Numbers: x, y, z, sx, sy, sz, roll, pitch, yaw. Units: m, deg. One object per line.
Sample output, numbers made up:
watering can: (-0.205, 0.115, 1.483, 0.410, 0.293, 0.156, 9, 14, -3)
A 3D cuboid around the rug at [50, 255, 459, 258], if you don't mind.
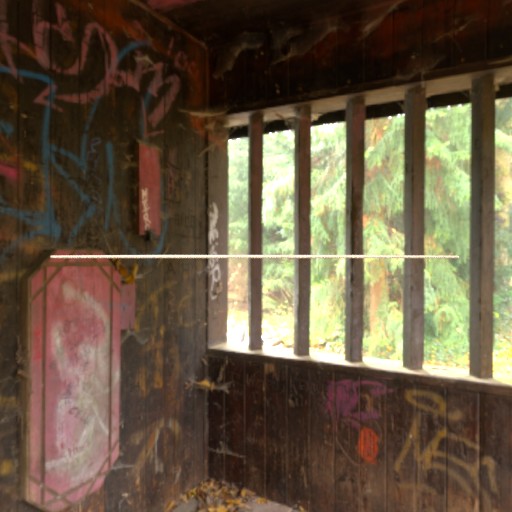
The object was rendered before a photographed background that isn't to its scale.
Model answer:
rug: (0.000, 0.000, 4.160, 2.441, 0.015, 3.050, 0, 0, 1)
